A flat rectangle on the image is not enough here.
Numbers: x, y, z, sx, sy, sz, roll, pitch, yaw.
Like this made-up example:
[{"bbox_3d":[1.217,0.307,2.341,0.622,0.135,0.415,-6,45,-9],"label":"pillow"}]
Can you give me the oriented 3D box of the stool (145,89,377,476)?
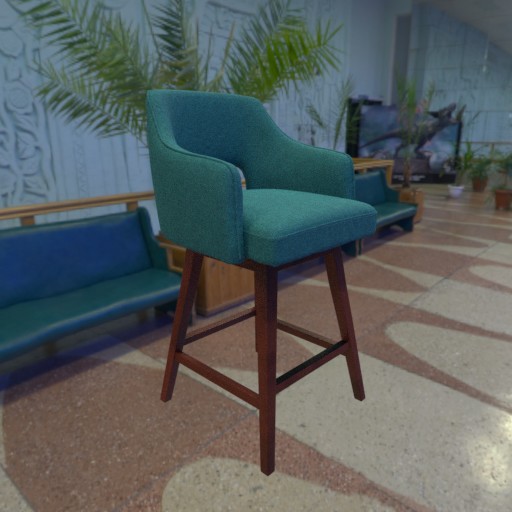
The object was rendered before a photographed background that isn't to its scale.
[{"bbox_3d":[0.000,0.000,1.335,0.556,0.961,0.548,15,22,42],"label":"stool"}]
